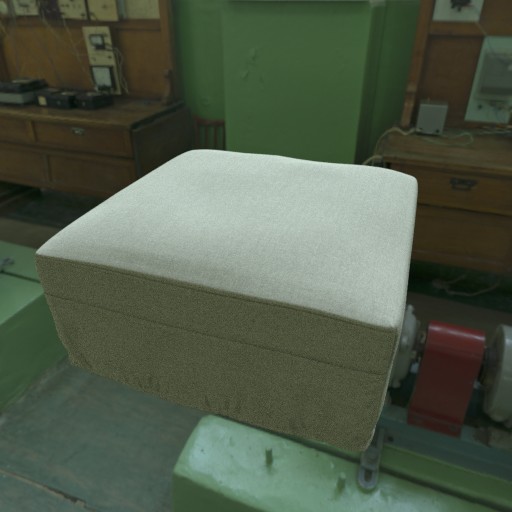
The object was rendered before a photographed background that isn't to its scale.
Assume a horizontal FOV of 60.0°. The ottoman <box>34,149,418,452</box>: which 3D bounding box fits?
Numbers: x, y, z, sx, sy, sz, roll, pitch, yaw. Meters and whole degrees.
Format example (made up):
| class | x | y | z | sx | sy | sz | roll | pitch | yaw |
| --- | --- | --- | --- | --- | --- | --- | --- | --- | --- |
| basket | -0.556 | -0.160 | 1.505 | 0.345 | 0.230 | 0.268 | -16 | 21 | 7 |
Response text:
| class | x | y | z | sx | sy | sz | roll | pitch | yaw |
| --- | --- | --- | --- | --- | --- | --- | --- | --- | --- |
| ottoman | 0.000 | 0.000 | 1.311 | 0.843 | 0.436 | 0.840 | 10 | 32 | 17 |
